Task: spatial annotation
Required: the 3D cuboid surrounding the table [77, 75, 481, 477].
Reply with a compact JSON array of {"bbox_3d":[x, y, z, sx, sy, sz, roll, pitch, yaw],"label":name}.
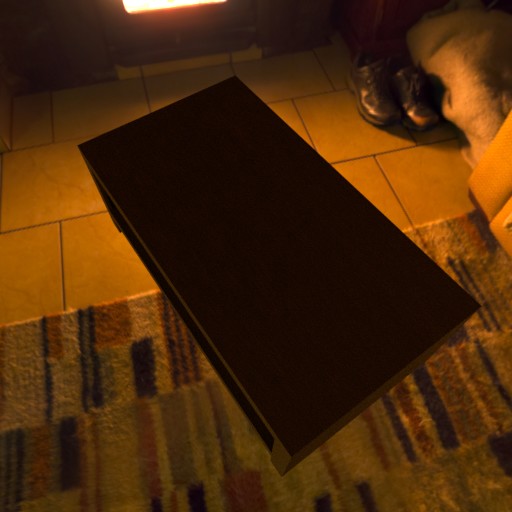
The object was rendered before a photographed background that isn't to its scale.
[{"bbox_3d":[0.000,0.000,1.425,0.597,0.424,1.099,-31,63,-18],"label":"table"}]
